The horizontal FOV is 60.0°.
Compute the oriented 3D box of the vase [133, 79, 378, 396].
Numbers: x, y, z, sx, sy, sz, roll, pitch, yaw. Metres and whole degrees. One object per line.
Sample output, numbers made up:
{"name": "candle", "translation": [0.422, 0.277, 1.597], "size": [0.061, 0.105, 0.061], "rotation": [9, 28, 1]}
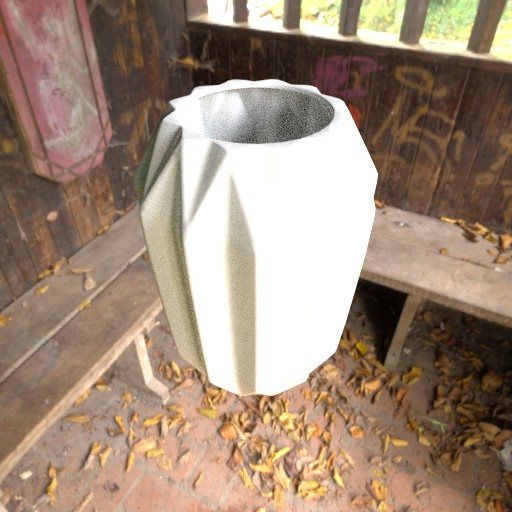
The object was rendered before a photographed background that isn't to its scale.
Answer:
{"name": "vase", "translation": [0.000, 0.000, 0.405], "size": [0.195, 0.275, 0.195], "rotation": [0, 40, 0]}
